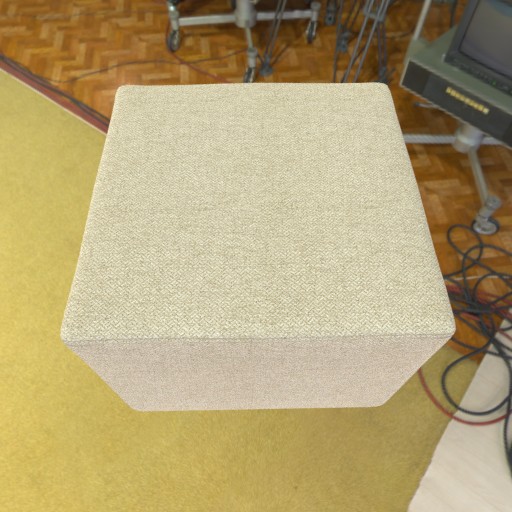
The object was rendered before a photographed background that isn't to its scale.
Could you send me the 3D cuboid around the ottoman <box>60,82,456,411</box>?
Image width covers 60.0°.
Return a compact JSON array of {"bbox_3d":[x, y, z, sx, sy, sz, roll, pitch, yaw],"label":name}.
[{"bbox_3d":[0.000,0.000,0.844,0.508,0.432,0.508,-1,58,-1],"label":"ottoman"}]
